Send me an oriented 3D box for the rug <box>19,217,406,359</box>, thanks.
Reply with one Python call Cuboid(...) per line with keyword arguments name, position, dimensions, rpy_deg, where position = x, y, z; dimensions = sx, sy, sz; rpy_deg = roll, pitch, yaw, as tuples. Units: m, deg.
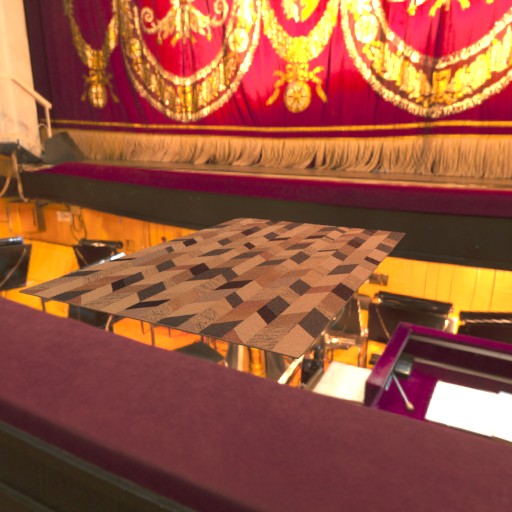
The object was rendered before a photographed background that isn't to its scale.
Cuboid(name="rug", position=(0.000, 0.000, 2.278), dimensions=(1.202, 0.006, 1.813), rpy_deg=(8, 17, 26))
